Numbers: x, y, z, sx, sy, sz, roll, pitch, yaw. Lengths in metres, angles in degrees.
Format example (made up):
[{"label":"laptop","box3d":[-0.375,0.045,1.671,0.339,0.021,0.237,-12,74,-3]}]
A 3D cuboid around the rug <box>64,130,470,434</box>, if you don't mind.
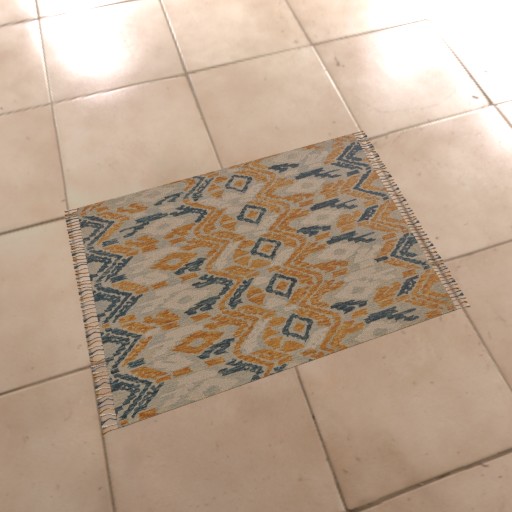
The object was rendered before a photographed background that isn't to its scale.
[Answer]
[{"label":"rug","box3d":[0.000,0.000,2.321,1.827,0.008,1.230,-17,64,-9]}]
